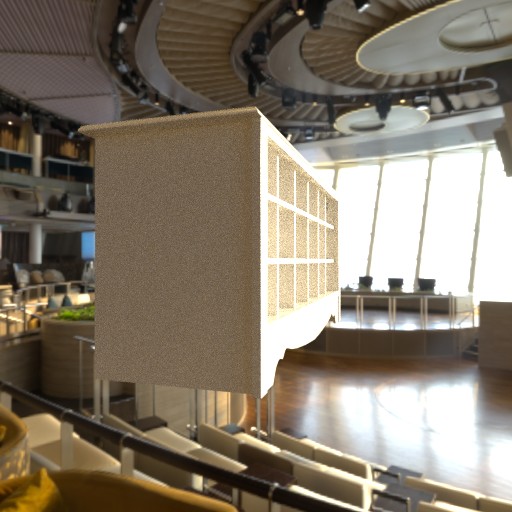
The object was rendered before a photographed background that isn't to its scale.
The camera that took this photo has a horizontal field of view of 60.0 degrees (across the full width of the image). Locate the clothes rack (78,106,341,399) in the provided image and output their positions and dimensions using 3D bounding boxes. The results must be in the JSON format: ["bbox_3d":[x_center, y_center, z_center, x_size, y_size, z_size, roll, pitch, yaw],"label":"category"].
[{"bbox_3d":[0.000,0.000,1.462,0.405,0.558,1.218,0,-1,18],"label":"clothes rack"}]
